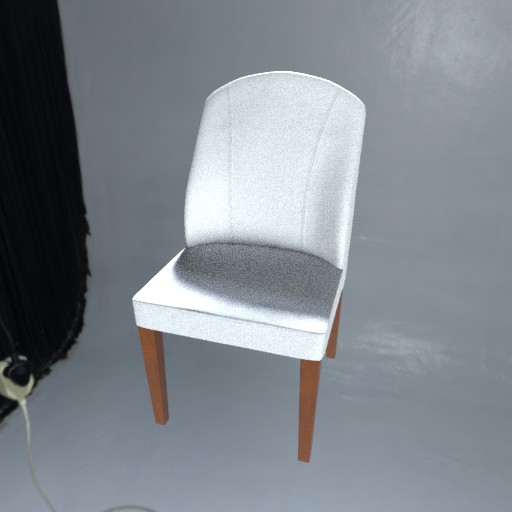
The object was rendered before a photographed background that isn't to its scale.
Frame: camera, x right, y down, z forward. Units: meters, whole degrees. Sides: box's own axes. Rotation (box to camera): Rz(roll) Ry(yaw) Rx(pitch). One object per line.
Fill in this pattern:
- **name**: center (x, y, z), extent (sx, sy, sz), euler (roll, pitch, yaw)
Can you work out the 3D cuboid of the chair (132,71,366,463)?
- **chair**: center (0.000, 0.000, 1.204), extent (0.472, 0.893, 0.540), euler (8, 28, 15)
